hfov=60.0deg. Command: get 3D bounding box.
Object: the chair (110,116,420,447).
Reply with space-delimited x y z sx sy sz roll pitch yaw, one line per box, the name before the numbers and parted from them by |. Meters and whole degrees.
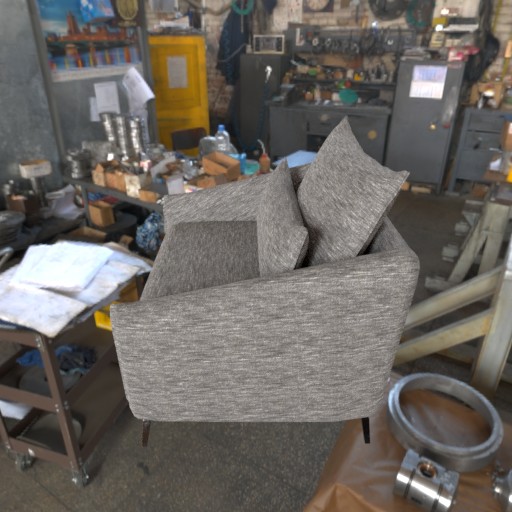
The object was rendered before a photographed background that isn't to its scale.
chair | 0.000 0.000 1.589 0.805 0.842 1.004 0 28 -1
